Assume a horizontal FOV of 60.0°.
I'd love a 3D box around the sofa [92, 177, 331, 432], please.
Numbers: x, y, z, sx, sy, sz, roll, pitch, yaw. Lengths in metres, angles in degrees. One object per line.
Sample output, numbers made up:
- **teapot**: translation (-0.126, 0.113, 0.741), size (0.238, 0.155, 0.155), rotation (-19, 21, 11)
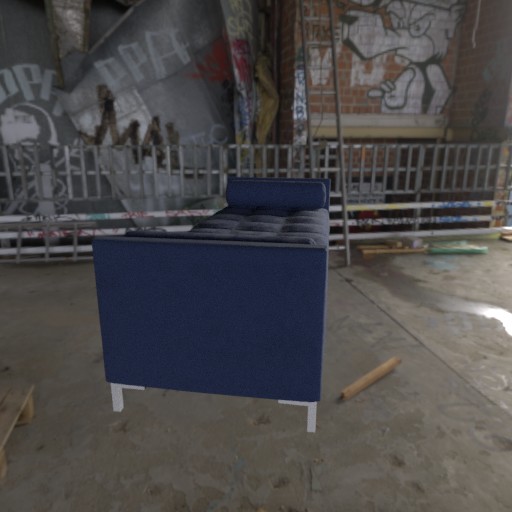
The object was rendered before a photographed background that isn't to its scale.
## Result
- **sofa**: translation (0.000, 0.000, 2.461), size (0.797, 0.657, 2.102), rotation (3, 16, 9)
